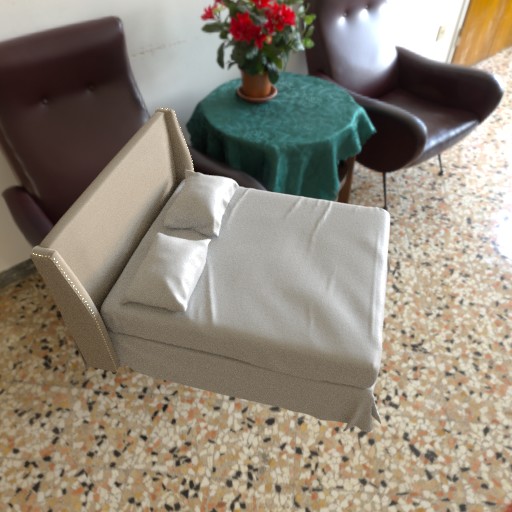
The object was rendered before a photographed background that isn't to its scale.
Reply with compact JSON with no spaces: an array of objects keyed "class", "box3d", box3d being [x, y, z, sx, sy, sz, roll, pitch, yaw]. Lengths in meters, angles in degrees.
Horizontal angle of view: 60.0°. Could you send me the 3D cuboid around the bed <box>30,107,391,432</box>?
[{"class":"bed","box3d":[0.000,0.000,3.486,2.276,1.332,1.925,10,46,10]}]
